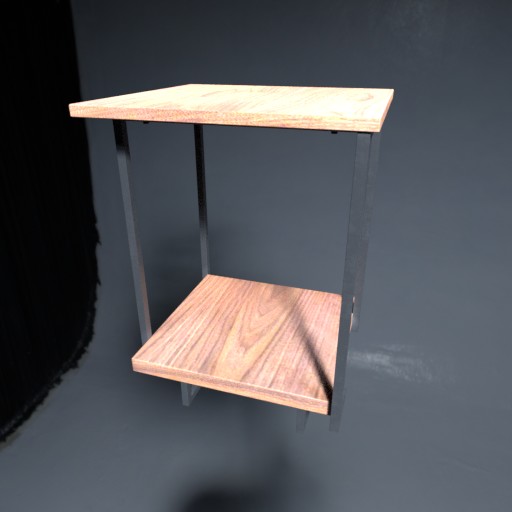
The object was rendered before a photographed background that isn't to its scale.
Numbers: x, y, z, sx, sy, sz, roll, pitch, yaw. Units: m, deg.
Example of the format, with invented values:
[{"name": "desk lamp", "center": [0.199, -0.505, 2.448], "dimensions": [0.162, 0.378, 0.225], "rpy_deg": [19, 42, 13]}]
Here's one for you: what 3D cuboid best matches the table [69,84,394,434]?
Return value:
[{"name": "table", "center": [0.000, 0.000, 0.829], "dimensions": [0.411, 0.567, 0.384], "rpy_deg": [8, 26, 16]}]
